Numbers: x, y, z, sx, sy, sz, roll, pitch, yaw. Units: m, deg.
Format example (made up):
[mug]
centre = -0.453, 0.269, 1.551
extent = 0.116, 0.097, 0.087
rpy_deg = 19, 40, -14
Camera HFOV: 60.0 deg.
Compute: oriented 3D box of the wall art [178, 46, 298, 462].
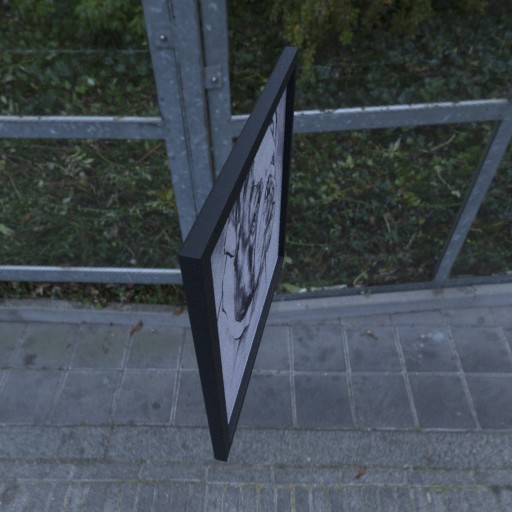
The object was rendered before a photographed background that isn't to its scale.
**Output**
[wall art]
centre = 0.000, 0.000, 0.677
extent = 0.022, 0.453, 0.456
rpy_deg = 10, 47, 10
